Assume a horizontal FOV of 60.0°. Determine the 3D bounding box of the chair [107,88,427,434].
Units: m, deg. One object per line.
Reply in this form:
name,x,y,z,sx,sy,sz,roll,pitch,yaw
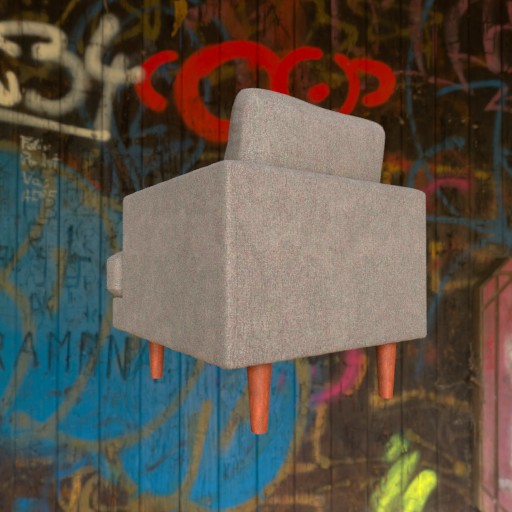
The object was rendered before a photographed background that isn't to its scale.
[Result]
chair,0.000,0.000,1.655,0.858,0.957,0.899,1,-1,-35
